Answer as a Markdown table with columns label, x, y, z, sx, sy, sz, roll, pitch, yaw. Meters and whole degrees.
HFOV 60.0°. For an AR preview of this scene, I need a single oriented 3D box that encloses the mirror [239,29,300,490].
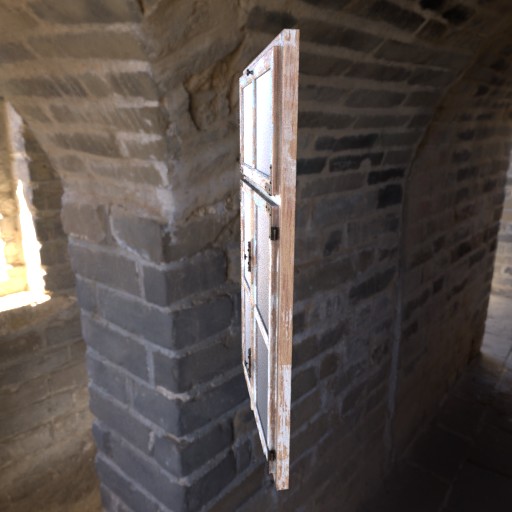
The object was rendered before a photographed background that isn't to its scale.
| label | x | y | z | sx | sy | sz | roll | pitch | yaw |
| --- | --- | --- | --- | --- | --- | --- | --- | --- | --- |
| mirror | 0.000 | 0.000 | 1.455 | 0.083 | 1.213 | 0.707 | -2 | 16 | -8 |
